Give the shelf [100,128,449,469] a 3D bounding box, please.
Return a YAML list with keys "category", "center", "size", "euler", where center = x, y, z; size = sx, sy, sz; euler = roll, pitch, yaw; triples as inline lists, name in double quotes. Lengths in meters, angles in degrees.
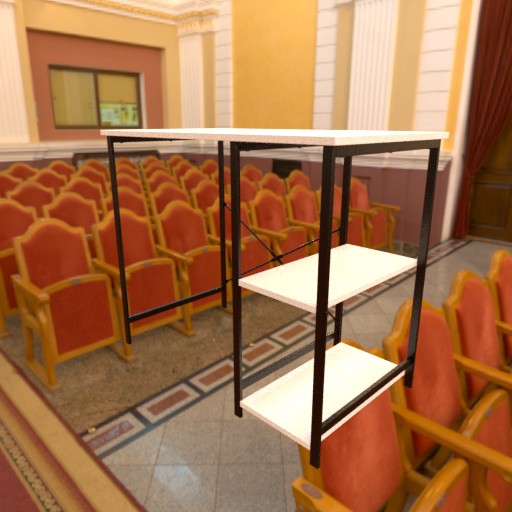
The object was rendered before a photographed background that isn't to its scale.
- category: "shelf"
  center: [0.000, 0.000, 1.381]
  size: [0.902, 0.750, 0.498]
  euler: [16, 23, 43]
